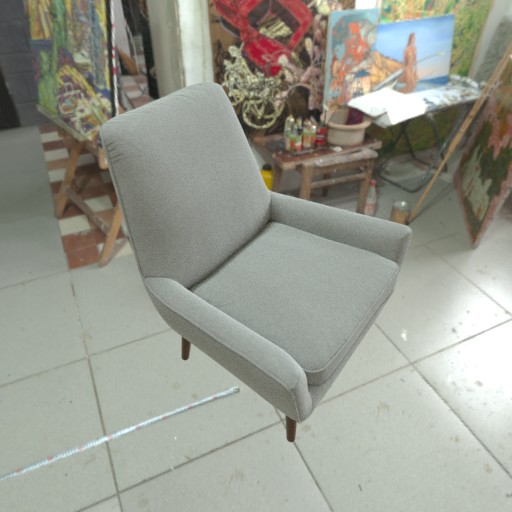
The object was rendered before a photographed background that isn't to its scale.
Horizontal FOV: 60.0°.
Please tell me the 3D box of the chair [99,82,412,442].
[{"bbox_3d":[0.000,0.000,1.472,0.822,0.888,0.787,25,46,26],"label":"chair"}]
